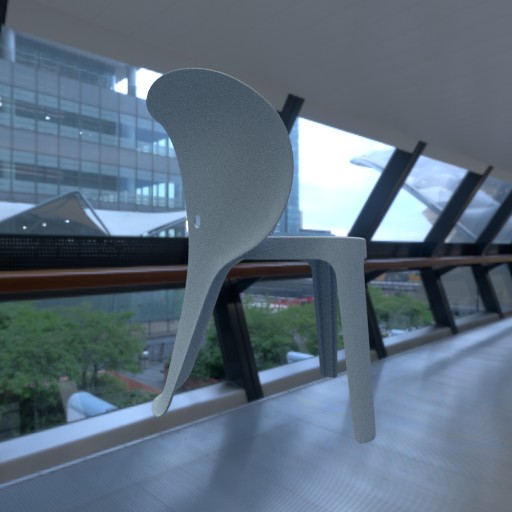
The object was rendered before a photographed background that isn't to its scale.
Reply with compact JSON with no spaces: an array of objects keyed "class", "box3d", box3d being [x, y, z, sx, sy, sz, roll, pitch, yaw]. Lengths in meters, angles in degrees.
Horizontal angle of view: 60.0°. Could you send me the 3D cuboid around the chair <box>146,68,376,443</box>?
[{"class":"chair","box3d":[0.000,0.000,0.841,0.402,0.554,0.451,0,-1,1]}]
